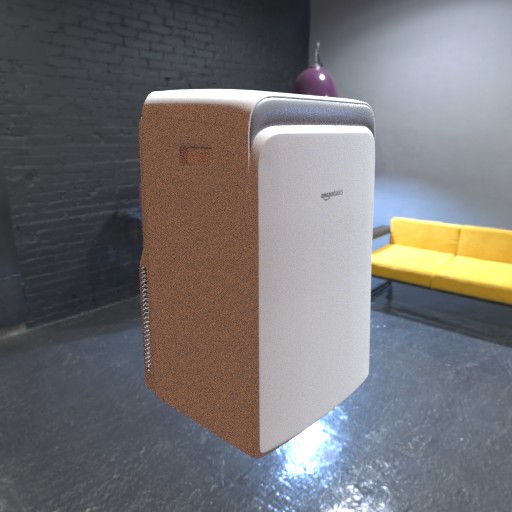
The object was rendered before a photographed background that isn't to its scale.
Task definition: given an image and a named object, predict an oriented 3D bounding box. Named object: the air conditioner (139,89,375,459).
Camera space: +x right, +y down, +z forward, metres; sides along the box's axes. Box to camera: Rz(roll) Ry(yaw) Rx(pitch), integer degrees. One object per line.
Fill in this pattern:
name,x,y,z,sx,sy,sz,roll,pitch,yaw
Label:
air conditioner,0.000,0.000,1.097,0.467,0.765,0.478,15,22,42
